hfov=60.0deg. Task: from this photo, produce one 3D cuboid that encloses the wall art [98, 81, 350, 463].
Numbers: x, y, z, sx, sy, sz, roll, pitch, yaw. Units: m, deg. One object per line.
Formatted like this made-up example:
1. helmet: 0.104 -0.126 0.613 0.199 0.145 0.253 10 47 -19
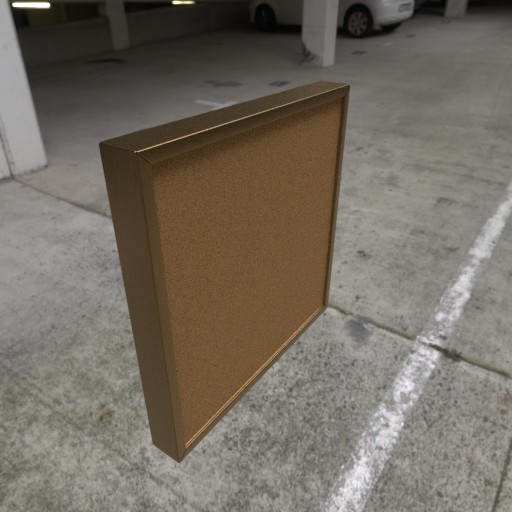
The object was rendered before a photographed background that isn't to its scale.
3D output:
1. wall art: 0.000 0.000 0.464 0.037 0.305 0.305 20 36 30
